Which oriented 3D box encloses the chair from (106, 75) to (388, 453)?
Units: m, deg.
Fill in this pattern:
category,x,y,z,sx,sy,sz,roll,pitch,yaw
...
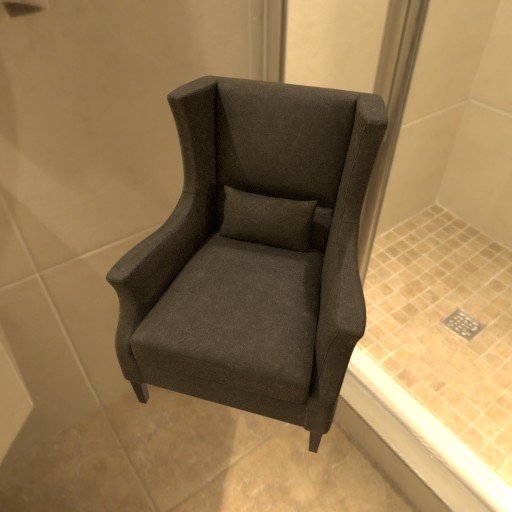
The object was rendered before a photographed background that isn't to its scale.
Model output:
category,x,y,z,sx,sy,sz,roll,pitch,yaw
chair,0.000,0.000,1.662,0.853,1.016,0.926,11,43,12
